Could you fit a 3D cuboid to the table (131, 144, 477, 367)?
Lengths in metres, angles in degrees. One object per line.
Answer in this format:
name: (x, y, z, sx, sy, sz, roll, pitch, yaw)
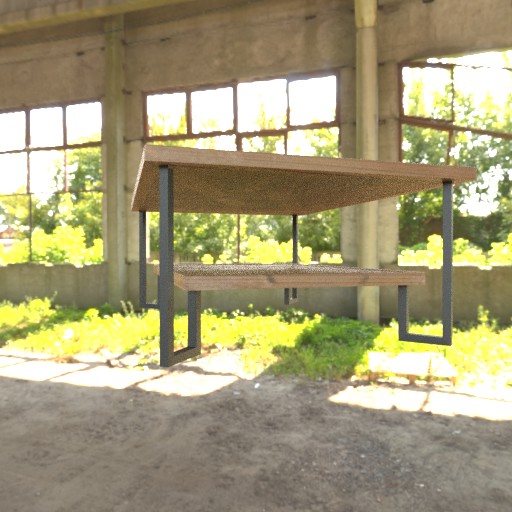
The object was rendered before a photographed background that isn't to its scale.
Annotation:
table: (0.000, 0.000, 1.667, 0.877, 0.492, 1.238, 0, 0, -17)
